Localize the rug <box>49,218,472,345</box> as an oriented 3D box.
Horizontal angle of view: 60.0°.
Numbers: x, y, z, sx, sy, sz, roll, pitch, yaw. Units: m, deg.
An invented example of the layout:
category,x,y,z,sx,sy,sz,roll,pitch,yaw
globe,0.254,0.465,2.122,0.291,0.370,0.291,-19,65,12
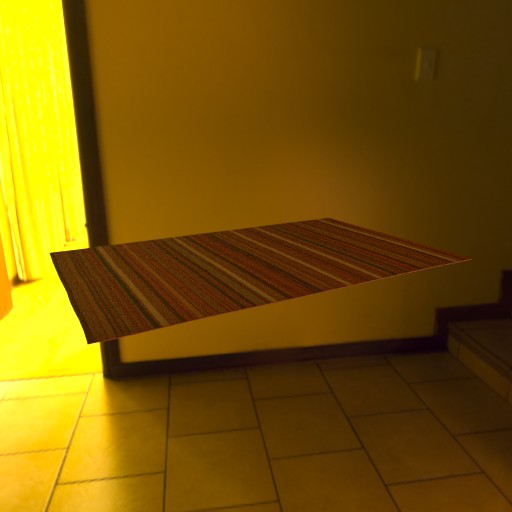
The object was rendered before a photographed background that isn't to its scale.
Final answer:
category,x,y,z,sx,sy,sz,roll,pitch,yaw
rug,0.000,0.000,3.005,2.438,0.008,1.523,-9,19,-28
